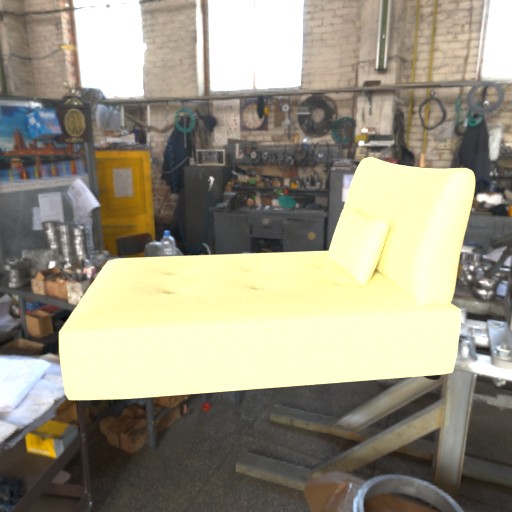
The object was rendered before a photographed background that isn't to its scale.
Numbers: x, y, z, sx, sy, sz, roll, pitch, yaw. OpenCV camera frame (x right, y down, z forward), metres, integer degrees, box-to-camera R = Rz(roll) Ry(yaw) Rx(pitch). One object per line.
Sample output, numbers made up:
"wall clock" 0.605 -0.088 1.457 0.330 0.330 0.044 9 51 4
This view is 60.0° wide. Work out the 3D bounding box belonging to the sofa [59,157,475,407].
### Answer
"sofa" 0.000 0.000 1.966 1.450 0.820 0.930 -2 15 -8
